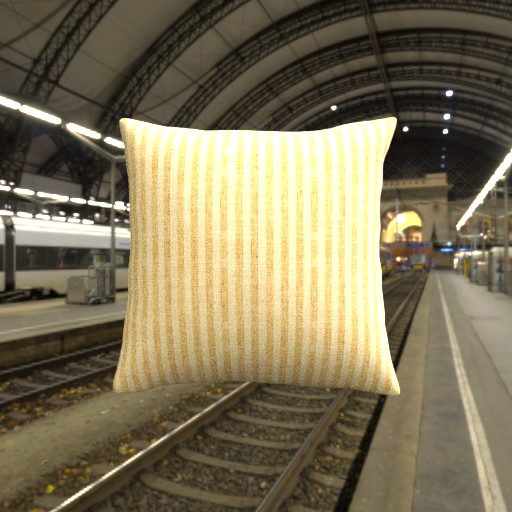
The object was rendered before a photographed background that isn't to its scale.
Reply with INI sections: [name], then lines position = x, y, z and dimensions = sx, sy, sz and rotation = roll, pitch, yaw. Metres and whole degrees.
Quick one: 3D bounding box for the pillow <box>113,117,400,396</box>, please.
[pillow]
position = 0.000, 0.000, 0.652
dimensions = 0.419, 0.407, 0.173
rotation = 0, -1, 1
